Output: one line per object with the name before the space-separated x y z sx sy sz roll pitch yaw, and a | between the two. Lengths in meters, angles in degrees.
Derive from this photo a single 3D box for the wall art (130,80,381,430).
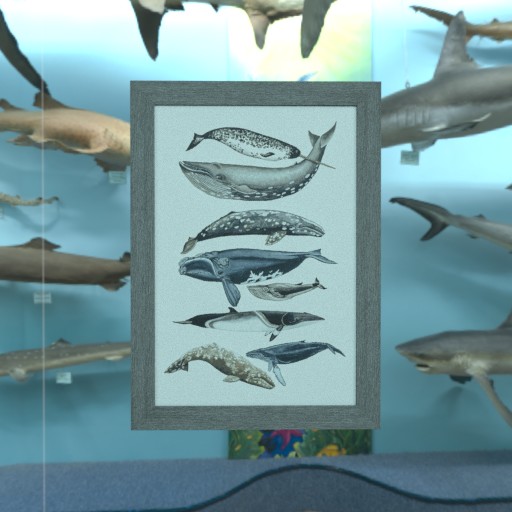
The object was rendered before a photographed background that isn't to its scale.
wall art | 0.000 0.000 1.369 0.768 1.070 0.020 0 1 -1
